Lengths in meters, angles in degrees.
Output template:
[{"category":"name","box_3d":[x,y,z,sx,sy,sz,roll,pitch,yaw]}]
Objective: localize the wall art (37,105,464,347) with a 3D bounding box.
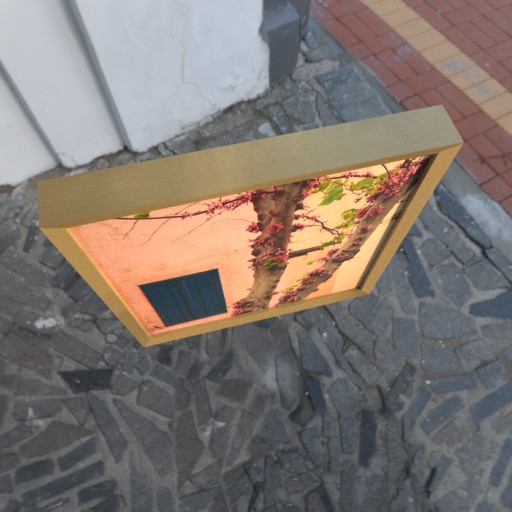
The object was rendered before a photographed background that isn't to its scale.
[{"category":"wall art","box_3d":[0.000,0.000,0.453,0.304,0.305,0.038,-12,64,-6]}]
